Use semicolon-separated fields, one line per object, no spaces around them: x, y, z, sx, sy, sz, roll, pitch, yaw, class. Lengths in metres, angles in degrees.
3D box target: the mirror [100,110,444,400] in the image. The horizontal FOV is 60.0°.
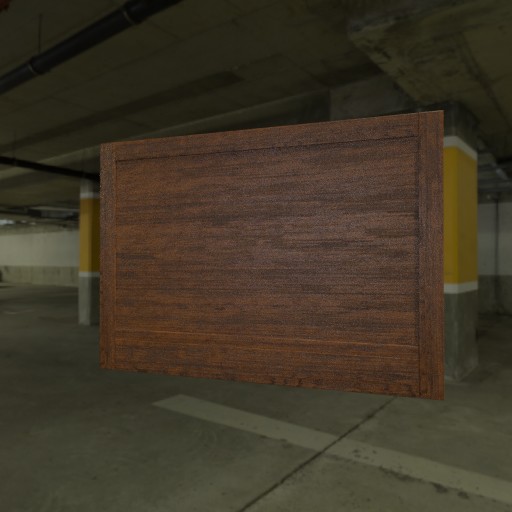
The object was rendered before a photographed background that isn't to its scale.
0.000;0.000;0.977;0.758;0.537;0.084;0;0;18;mirror
